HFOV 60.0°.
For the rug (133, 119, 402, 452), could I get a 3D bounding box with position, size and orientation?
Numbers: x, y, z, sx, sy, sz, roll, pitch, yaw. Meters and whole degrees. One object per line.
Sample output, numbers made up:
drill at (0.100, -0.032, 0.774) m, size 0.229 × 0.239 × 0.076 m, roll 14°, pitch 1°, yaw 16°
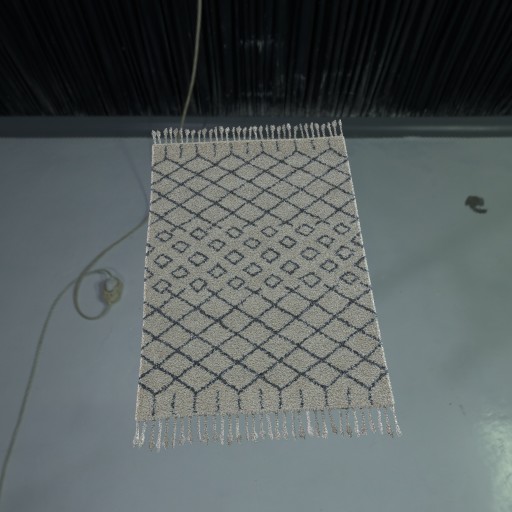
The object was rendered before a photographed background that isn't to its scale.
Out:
rug at (0.000, 0.000, 3.294) m, size 1.664 × 0.029 × 2.615 m, roll -3°, pitch 63°, yaw -1°
